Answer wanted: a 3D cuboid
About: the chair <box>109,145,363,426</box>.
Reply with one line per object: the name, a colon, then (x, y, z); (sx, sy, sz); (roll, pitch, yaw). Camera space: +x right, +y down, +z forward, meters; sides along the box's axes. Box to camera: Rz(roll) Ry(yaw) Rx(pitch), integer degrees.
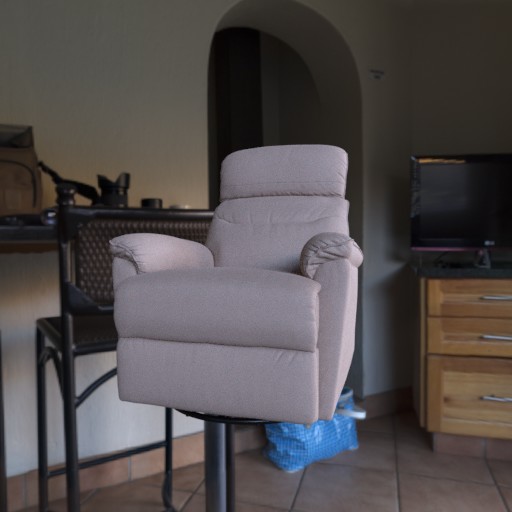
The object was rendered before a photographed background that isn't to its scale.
chair: (0.000, 0.000, 1.742); (0.820, 1.037, 1.004); (0, 1, 18)
